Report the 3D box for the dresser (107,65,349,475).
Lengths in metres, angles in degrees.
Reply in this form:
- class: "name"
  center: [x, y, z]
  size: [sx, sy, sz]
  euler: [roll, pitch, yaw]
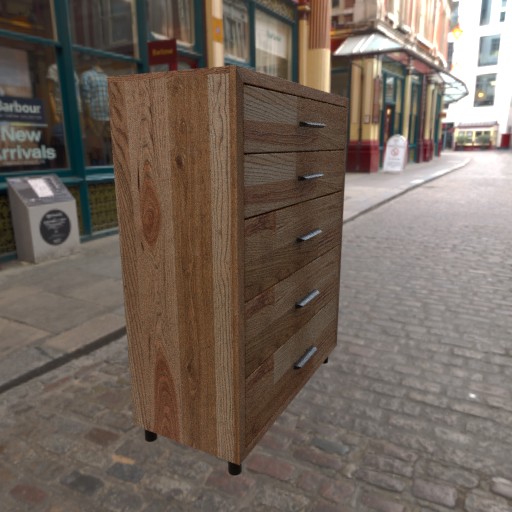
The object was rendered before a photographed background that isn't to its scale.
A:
- class: "dresser"
  center: [0.000, 0.000, 1.759]
  size: [0.480, 1.243, 0.966]
  euler: [7, 16, 27]
